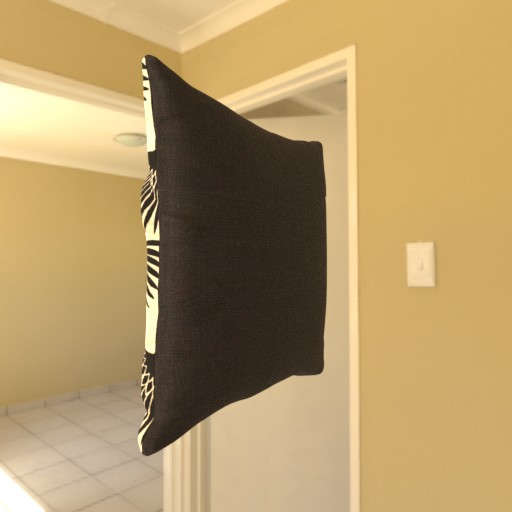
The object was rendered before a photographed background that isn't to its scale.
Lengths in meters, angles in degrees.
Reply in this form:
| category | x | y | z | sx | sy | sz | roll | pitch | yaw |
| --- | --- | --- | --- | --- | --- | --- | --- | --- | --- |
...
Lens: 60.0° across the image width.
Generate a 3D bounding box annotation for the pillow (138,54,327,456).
| category | x | y | z | sx | sy | sz | roll | pitch | yaw |
| --- | --- | --- | --- | --- | --- | --- | --- | --- | --- |
| pillow | 0.000 | 0.000 | 0.654 | 0.139 | 0.432 | 0.432 | -1 | -1 | 34 |
